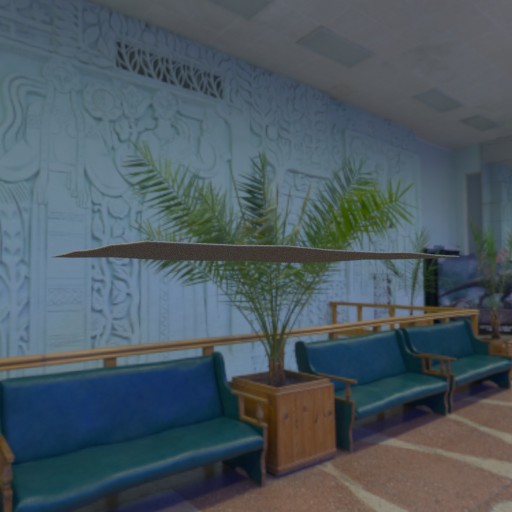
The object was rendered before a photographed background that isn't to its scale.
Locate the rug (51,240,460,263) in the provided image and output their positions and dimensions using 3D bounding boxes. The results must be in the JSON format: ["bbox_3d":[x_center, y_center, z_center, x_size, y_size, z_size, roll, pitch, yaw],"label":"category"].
[{"bbox_3d":[0.000,0.000,4.474,3.333,0.027,2.428,2,-3,-36],"label":"rug"}]
